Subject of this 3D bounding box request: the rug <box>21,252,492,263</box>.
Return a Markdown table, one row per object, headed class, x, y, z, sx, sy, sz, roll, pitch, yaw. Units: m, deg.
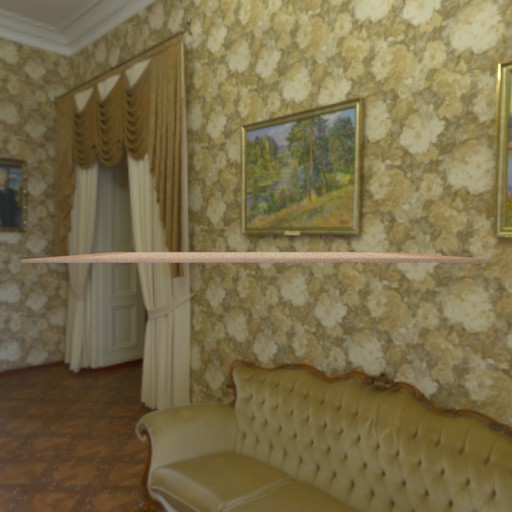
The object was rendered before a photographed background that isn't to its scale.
| class | x | y | z | sx | sy | sz | roll | pitch | yaw |
| --- | --- | --- | --- | --- | --- | --- | --- | --- | --- |
| rug | 0.000 | 0.000 | 2.325 | 1.829 | 0.014 | 1.219 | 0 | 2 | -1 |
